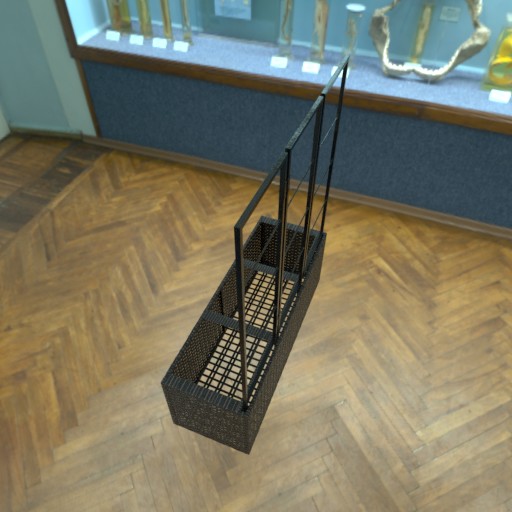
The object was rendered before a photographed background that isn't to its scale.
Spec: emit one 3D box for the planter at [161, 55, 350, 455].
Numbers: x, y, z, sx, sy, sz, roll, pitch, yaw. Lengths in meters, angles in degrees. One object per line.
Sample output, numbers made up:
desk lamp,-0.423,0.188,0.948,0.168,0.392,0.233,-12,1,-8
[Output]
planter,0.000,0.000,1.189,0.244,0.841,0.699,16,48,15
